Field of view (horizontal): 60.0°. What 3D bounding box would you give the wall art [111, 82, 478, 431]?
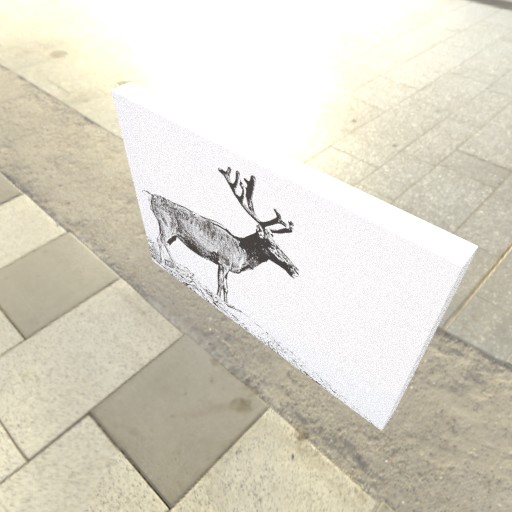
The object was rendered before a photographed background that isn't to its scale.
[{"bbox_3d":[0.000,0.000,0.759,0.608,0.414,0.042,32,54,27],"label":"wall art"}]
